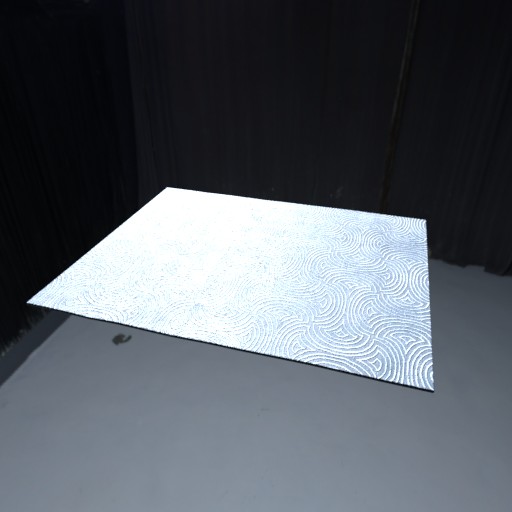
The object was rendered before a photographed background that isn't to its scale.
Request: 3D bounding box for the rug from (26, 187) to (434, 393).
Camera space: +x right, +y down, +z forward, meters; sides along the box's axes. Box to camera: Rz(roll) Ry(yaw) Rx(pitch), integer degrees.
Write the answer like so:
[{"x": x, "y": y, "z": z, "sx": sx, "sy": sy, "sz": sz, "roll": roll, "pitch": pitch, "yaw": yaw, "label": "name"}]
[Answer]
[{"x": 0.000, "y": 0.000, "z": 4.103, "sx": 3.042, "sy": 0.021, "sz": 2.456, "roll": 9, "pitch": 33, "yaw": 14, "label": "rug"}]
